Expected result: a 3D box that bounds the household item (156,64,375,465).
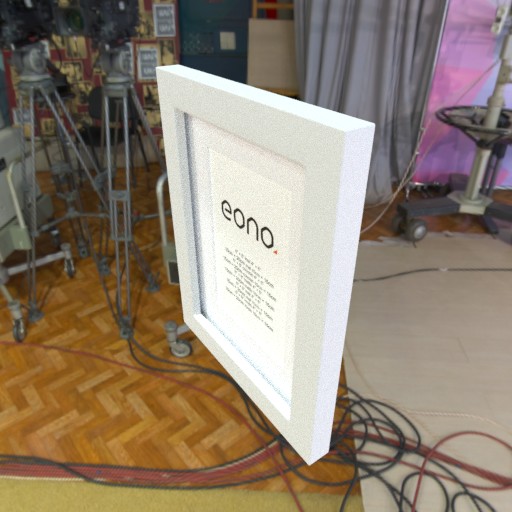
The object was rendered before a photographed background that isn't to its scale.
[{"bbox_3d":[0.000,0.000,0.342,0.045,0.250,0.200,-21,38,-29],"label":"household item"}]
